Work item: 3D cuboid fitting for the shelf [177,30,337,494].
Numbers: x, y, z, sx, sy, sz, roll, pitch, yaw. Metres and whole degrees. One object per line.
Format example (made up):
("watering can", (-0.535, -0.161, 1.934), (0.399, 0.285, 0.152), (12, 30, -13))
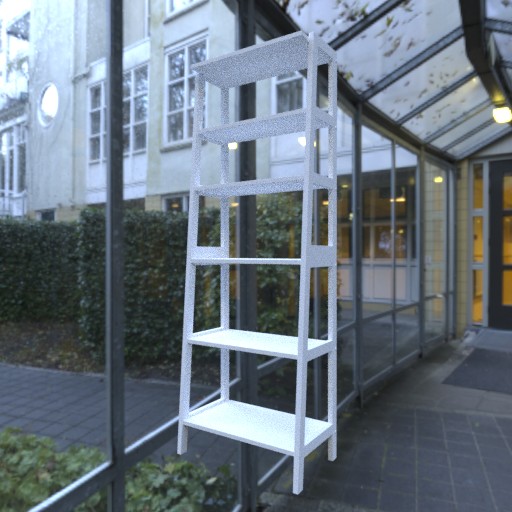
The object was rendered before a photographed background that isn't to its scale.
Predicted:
("shelf", (0.000, 0.000, 2.094), (0.660, 1.892, 0.381), (0, 1, 34))
